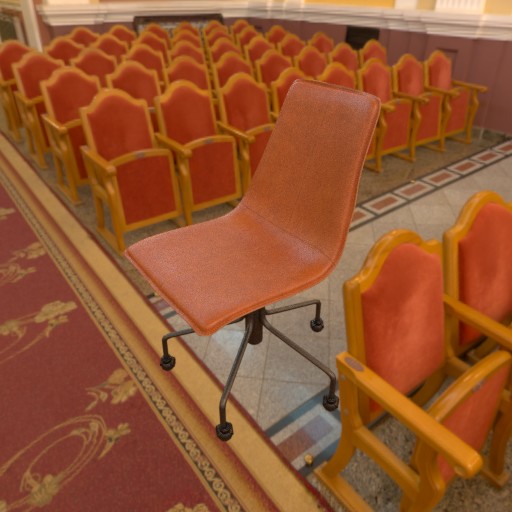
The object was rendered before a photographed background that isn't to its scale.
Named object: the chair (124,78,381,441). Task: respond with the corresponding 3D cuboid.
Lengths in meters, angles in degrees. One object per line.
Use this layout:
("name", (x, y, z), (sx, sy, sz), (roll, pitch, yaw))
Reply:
("chair", (0.000, 0.000, 1.348), (0.660, 0.920, 0.651), (-22, 38, -31))
